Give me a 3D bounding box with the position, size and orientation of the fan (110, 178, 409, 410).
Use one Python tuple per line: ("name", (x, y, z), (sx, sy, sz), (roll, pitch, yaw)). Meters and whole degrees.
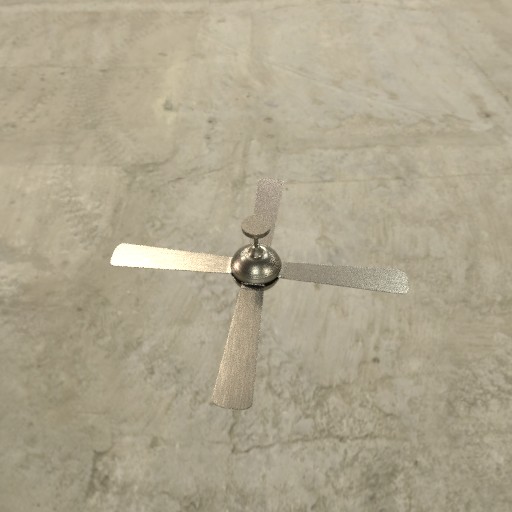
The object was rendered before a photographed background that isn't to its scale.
("fan", (0.000, 0.000, 2.009), (1.321, 0.381, 1.321), (21, 50, 19))
